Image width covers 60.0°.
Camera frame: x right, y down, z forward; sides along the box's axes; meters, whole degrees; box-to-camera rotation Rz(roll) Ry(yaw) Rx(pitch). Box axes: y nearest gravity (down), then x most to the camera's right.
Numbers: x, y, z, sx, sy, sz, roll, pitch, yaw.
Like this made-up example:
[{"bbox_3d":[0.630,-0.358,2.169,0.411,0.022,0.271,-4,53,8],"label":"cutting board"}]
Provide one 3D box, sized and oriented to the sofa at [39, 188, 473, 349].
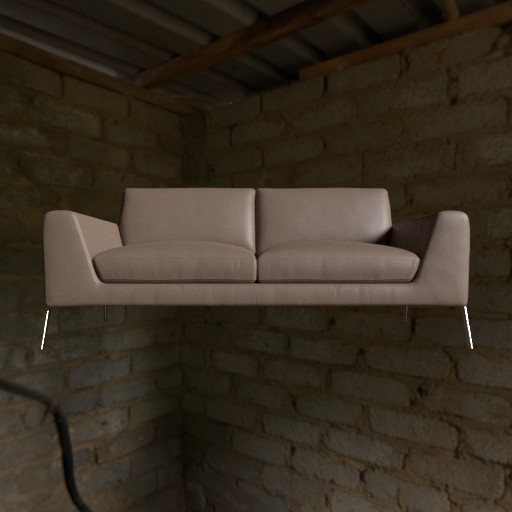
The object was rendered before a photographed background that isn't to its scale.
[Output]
[{"bbox_3d":[0.000,0.000,2.521,2.017,0.875,0.953,0,-1,0],"label":"sofa"}]
